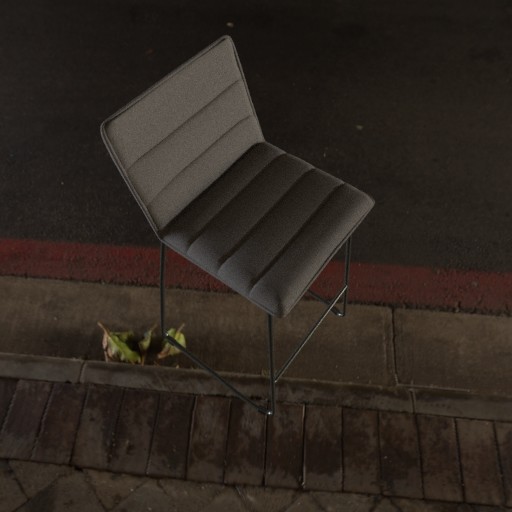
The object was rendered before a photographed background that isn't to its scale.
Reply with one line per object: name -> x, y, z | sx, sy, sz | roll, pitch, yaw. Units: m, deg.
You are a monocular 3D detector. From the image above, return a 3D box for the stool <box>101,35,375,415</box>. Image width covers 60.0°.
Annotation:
stool -> 0.000, 0.000, 1.235 | 0.490, 0.960, 0.490 | 33, 63, 19
